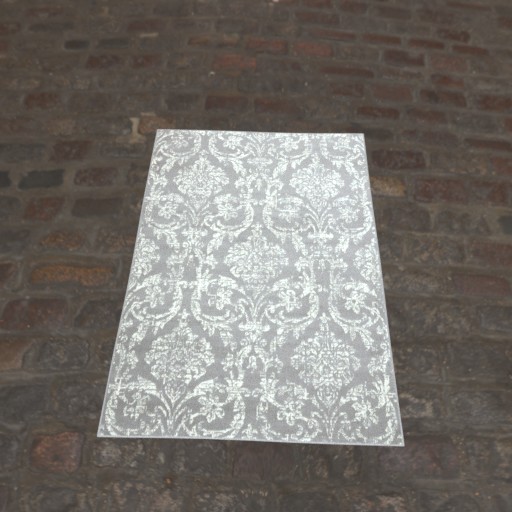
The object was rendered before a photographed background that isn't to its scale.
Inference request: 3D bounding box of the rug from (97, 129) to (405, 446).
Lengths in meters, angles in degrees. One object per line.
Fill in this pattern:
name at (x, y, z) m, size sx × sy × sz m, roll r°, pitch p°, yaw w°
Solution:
rug at (0.000, 0.000, 2.827) m, size 1.578 × 0.014 × 2.206 m, roll 1°, pitch 60°, yaw 1°
